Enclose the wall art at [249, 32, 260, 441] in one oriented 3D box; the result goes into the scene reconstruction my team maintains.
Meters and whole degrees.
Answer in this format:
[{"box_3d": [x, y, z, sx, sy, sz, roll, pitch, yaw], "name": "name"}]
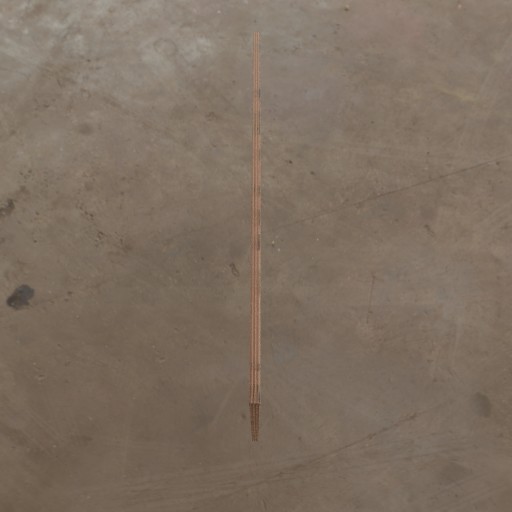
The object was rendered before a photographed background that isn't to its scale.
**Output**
[{"box_3d": [0.000, 0.000, 0.697, 0.010, 0.408, 0.508, 0, 63, 0], "name": "wall art"}]
